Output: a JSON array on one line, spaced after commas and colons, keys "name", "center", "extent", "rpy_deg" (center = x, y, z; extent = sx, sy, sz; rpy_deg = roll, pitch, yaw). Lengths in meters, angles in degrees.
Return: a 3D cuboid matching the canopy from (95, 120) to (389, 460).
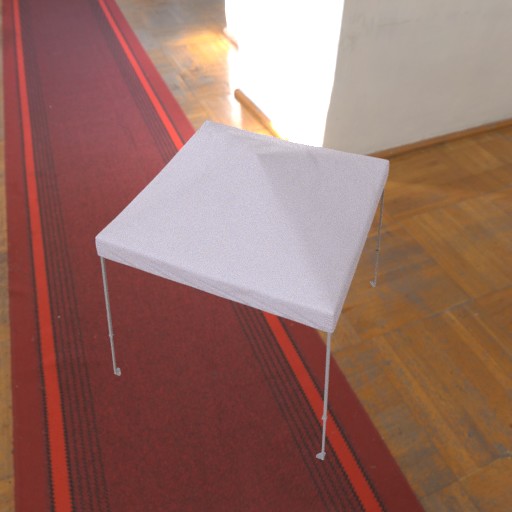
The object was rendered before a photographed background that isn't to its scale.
[{"name": "canopy", "center": [0.000, 0.000, 5.303], "extent": [2.849, 2.850, 2.850], "rpy_deg": [17, 49, 15]}]
